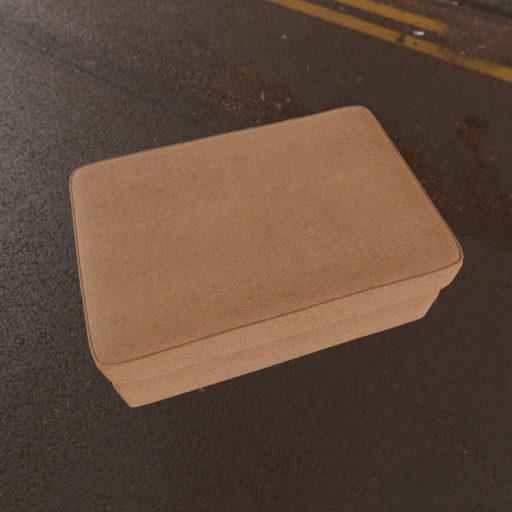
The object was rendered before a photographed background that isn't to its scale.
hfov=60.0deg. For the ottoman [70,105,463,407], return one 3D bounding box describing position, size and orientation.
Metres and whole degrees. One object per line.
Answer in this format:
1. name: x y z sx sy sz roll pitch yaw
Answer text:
1. ottoman: 0.000 0.000 1.250 0.862 0.484 0.583 -15 59 -9
